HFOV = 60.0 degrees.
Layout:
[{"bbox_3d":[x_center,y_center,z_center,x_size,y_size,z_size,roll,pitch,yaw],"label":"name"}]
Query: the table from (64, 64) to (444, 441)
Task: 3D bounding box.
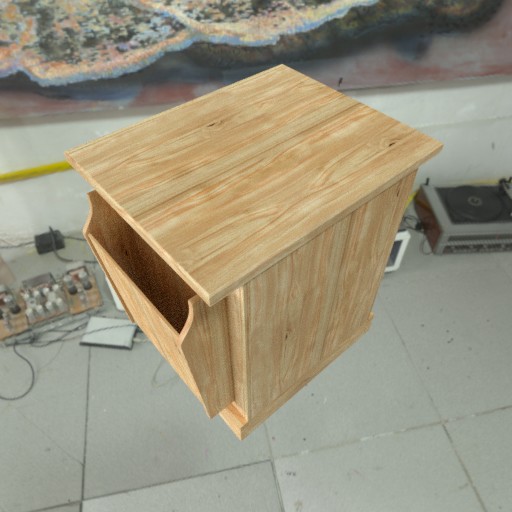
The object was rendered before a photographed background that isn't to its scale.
[{"bbox_3d":[0.000,0.000,0.891,0.530,0.515,0.380,-33,55,-26],"label":"table"}]
